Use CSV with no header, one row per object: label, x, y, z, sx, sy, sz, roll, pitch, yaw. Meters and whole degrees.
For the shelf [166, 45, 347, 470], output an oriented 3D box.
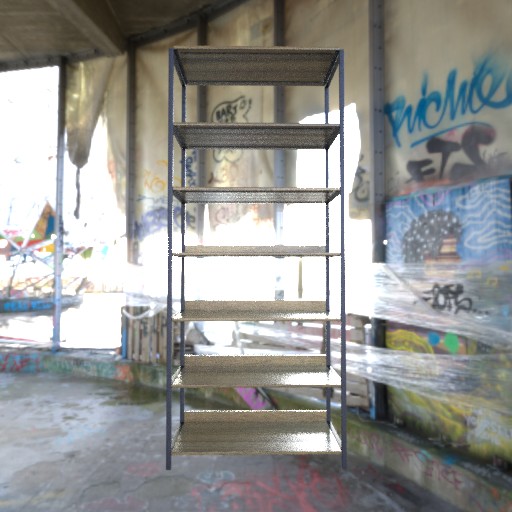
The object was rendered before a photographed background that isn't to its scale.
shelf,0.000,0.000,2.323,0.847,2.015,0.431,0,-2,-1
